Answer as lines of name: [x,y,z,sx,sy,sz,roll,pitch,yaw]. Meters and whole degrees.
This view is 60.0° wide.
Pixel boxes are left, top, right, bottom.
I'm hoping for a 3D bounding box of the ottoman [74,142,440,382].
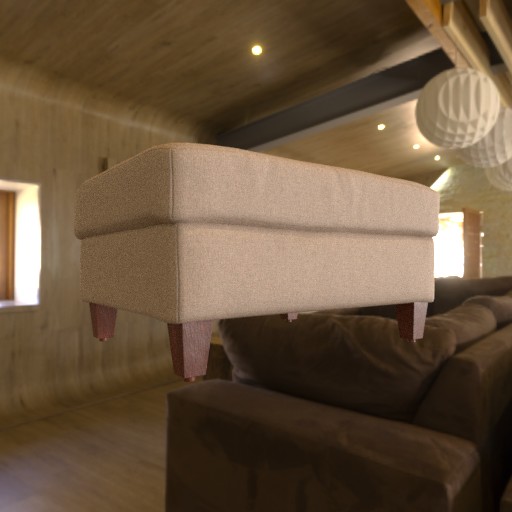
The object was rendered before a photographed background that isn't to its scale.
ottoman: [0.000,0.000,1.328,0.902,0.511,0.692,1,-1,-36]
